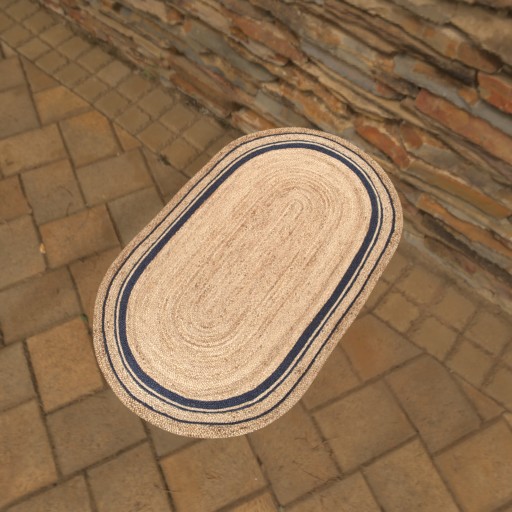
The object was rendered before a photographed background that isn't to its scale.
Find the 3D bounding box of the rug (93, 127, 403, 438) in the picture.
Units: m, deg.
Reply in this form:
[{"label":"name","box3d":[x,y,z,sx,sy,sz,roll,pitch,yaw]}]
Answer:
[{"label":"rug","box3d":[0.000,0.000,2.973,1.520,0.006,2.432,33,68,15]}]
